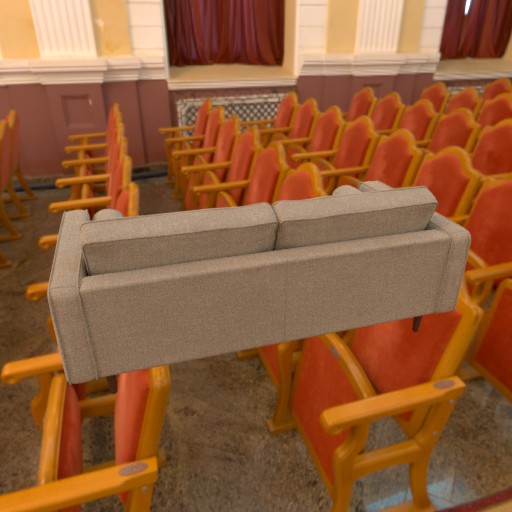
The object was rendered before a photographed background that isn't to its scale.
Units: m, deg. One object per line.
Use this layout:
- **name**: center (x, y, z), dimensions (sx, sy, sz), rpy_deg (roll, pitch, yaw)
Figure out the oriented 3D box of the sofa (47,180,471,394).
- **sofa**: center (0.000, 0.000, 2.292), dimensions (1.879, 0.762, 0.914), rpy_deg (-8, 28, -15)
